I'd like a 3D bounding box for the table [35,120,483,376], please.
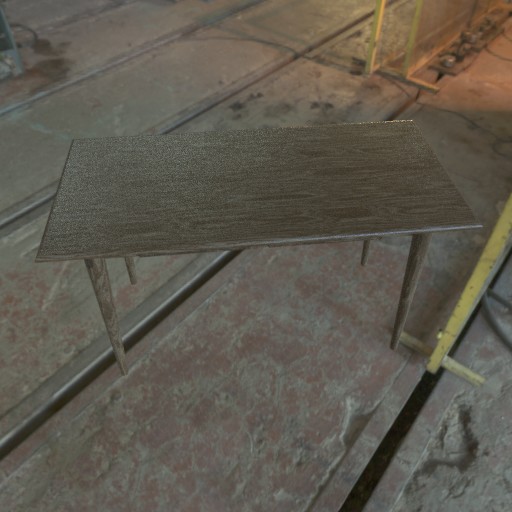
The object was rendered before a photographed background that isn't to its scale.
[{"bbox_3d":[0.000,0.000,1.761,1.300,0.780,0.599,-4,48,-4],"label":"table"}]
